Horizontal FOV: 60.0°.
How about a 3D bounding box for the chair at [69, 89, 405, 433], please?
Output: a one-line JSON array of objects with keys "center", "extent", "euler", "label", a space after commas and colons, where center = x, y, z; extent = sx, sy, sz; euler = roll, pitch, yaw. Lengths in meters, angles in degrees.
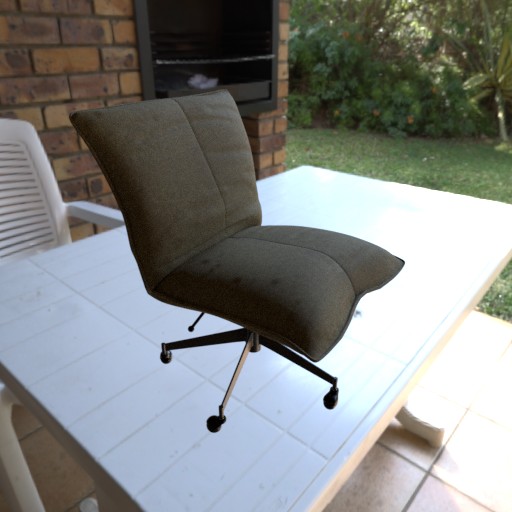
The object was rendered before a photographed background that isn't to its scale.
[{"center": [0.000, 0.000, 1.253], "extent": [0.696, 0.811, 0.597], "euler": [18, 31, 32], "label": "chair"}]
